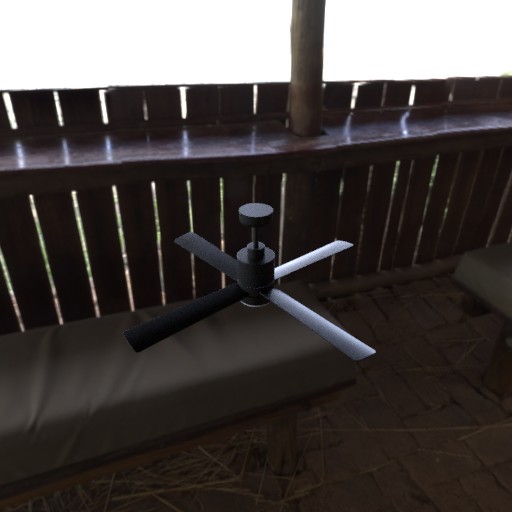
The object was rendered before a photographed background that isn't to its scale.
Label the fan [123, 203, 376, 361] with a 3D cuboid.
[{"bbox_3d":[0.000,0.000,2.364,1.525,0.534,1.525,-22,36,-34],"label":"fan"}]
